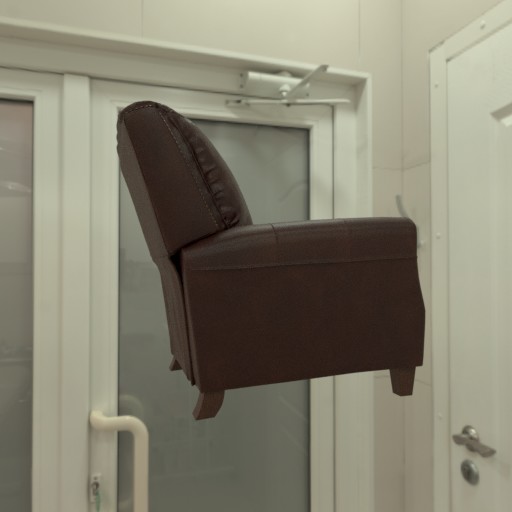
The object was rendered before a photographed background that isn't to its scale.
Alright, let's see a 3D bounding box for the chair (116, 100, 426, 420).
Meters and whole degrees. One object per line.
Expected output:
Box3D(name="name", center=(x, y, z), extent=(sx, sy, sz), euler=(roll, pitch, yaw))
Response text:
Box3D(name="chair", center=(0.000, 0.000, 1.802), extent=(1.089, 1.022, 0.826), euler=(0, -1, -17))
